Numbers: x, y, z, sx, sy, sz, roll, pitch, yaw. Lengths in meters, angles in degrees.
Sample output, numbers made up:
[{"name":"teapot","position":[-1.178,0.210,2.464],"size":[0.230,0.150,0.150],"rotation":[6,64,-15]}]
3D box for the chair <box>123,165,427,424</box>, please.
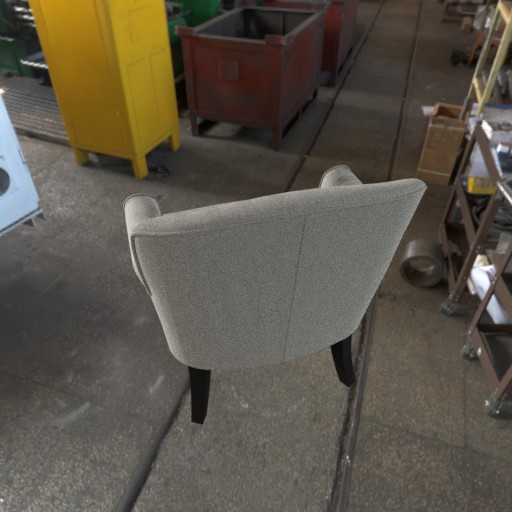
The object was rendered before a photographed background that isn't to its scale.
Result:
[{"name":"chair","position":[0.000,0.000,1.449],"size":[0.772,0.880,0.755],"rotation":[-10,41,-12]}]
